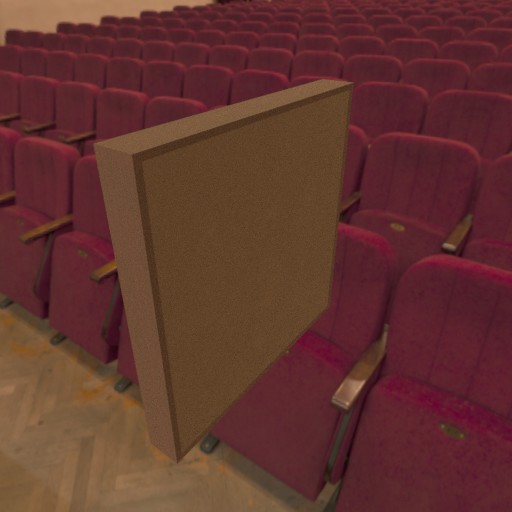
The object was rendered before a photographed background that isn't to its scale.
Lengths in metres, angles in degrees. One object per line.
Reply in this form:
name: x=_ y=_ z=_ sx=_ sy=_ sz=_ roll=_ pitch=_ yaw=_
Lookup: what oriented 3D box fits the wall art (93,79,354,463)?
wall art: x=0.000 y=0.000 z=0.461 sx=0.038 sy=0.303 sz=0.304 roll=21 pitch=37 yaw=31
